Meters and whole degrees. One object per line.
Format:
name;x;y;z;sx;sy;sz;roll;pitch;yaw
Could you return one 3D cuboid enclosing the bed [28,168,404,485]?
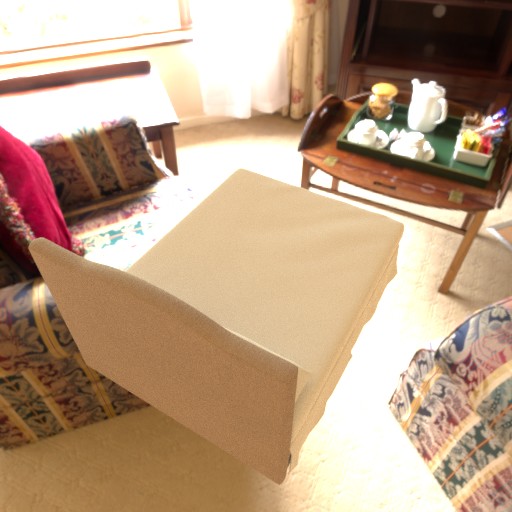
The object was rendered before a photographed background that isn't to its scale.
bed;0.000;0.000;3.361;1.821;1.436;2.282;23;49;21
